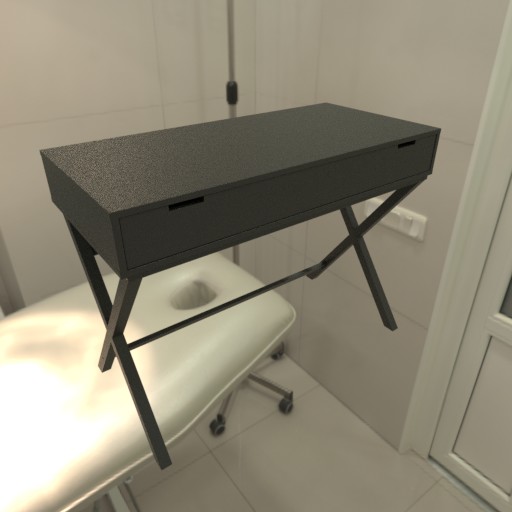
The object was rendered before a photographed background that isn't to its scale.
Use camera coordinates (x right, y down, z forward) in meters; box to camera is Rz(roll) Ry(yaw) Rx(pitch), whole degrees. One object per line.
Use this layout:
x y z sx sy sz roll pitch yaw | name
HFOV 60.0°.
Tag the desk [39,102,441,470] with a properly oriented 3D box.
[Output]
0.000 0.000 1.468 1.057 0.780 0.504 -20 36 -31 | desk
